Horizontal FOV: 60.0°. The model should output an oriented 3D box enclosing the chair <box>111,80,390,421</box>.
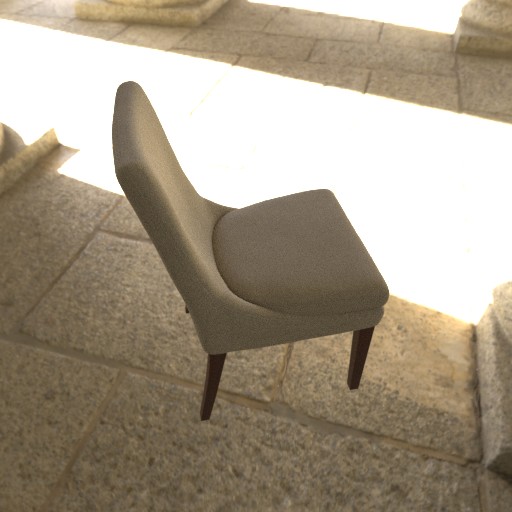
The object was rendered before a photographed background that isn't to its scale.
[{"bbox_3d":[0.000,0.000,1.308,0.638,0.940,0.515,-9,45,-9],"label":"chair"}]
